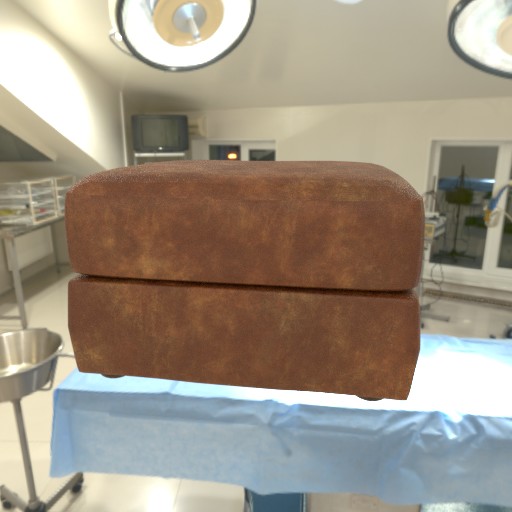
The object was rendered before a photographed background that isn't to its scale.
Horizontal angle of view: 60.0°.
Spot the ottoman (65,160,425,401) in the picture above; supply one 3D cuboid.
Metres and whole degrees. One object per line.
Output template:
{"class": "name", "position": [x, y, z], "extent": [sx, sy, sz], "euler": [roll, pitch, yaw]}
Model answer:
{"class": "ottoman", "position": [0.000, 0.000, 1.151], "extent": [0.751, 0.476, 0.603], "euler": [2, 15, 9]}
